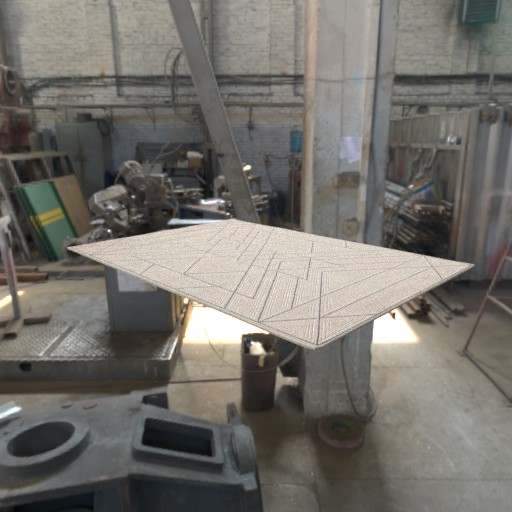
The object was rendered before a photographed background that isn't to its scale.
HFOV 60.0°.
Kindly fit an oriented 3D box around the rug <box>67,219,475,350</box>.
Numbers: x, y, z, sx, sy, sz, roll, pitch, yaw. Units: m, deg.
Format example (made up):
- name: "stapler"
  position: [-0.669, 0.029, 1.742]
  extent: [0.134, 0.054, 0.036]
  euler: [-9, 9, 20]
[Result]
- name: "rug"
  position: [0.000, 0.000, 4.467]
  extent: [2.436, 0.026, 3.381]
  euler: [-15, 21, -43]
